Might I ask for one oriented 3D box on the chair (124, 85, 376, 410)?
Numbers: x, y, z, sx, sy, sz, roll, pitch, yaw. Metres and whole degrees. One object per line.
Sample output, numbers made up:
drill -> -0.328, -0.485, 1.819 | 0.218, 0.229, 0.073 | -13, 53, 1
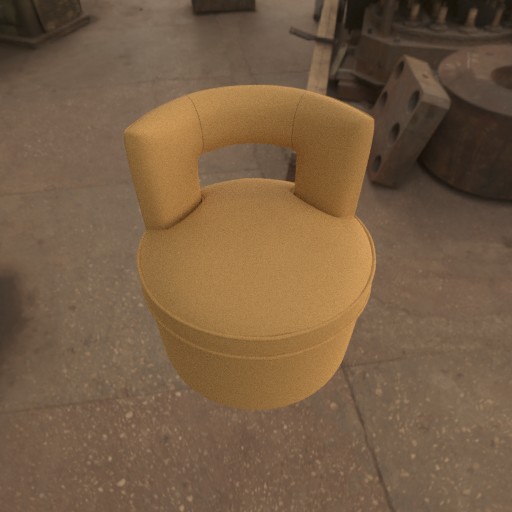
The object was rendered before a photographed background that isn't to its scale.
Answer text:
chair -> 0.000, 0.000, 1.254 | 0.650, 0.723, 0.665 | -4, 45, -5
